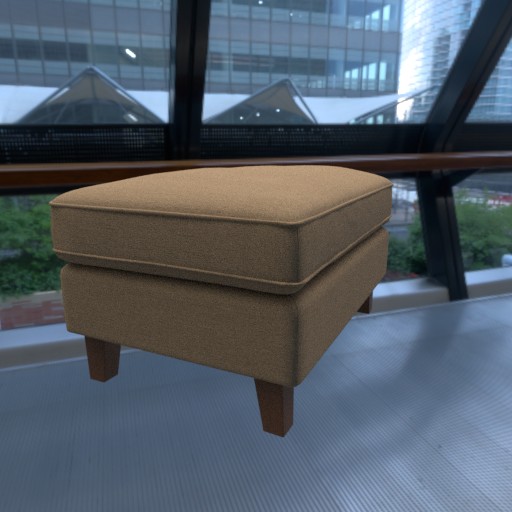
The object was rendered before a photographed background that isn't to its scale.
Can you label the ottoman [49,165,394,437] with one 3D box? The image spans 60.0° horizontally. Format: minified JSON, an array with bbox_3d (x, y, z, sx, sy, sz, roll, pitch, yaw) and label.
[{"bbox_3d":[0.000,0.000,1.315,0.636,0.521,0.945,7,15,26],"label":"ottoman"}]
